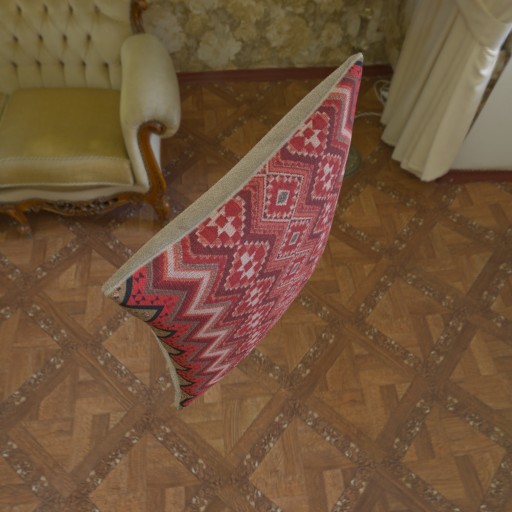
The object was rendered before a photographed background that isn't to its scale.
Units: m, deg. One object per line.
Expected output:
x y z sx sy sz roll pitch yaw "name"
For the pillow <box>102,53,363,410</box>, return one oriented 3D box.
0.000 0.000 0.777 0.158 0.511 0.513 33 64 19 "pillow"
